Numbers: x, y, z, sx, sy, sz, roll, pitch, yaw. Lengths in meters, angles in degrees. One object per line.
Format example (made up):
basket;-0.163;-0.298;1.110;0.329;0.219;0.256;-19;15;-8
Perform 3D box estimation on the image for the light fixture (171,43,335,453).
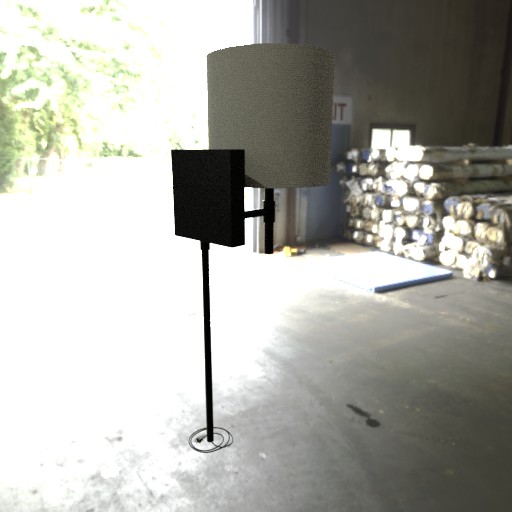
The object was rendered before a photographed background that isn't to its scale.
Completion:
light fixture;0.000;0.000;0.700;0.188;0.589;0.248;12;18;42
